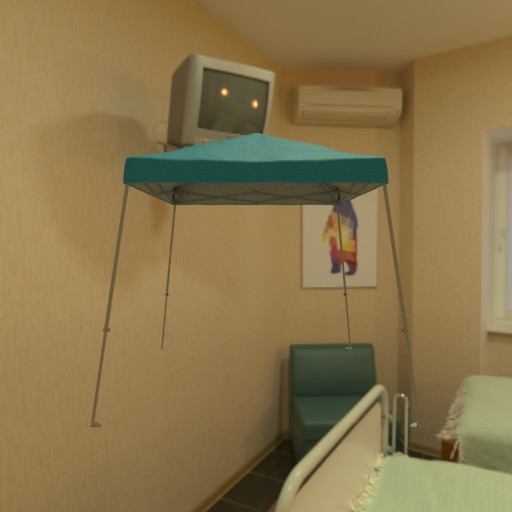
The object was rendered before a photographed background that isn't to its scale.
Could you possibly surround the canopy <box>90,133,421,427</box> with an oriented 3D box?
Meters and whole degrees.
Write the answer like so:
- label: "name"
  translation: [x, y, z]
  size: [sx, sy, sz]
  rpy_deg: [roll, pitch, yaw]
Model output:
- label: "canopy"
  translation: [0.000, 0.000, 6.546]
  size: [3.599, 3.600, 3.600]
  rpy_deg: [0, 2, 0]
